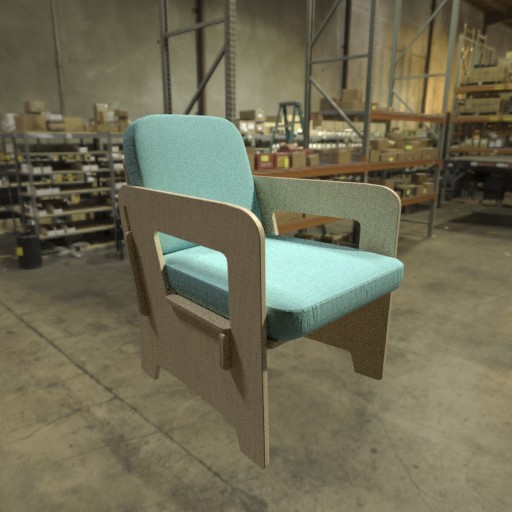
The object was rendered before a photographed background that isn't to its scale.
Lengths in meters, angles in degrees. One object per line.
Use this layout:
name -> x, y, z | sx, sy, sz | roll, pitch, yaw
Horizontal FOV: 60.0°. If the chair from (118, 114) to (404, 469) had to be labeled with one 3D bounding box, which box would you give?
chair -> 0.000, 0.000, 1.291 | 0.710, 0.800, 0.590 | 14, 21, 42
